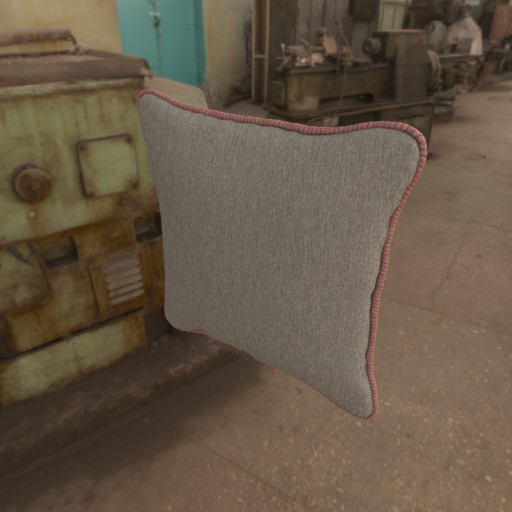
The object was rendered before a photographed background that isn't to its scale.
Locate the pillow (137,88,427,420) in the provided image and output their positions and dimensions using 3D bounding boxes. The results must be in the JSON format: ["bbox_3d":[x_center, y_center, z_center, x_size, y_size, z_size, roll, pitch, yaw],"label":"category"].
[{"bbox_3d":[0.000,0.000,0.738,0.482,0.491,0.124,19,34,30],"label":"pillow"}]
